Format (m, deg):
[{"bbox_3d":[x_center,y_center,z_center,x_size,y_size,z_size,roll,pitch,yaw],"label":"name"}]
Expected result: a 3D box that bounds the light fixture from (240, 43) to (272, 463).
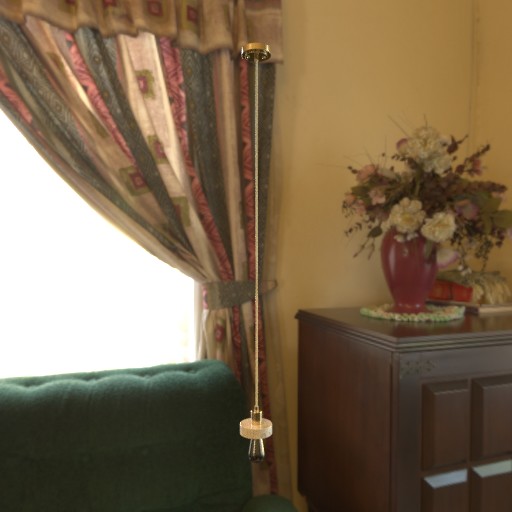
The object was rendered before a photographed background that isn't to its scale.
[{"bbox_3d":[0.000,0.000,1.791,0.129,1.669,0.129,0,0,-36],"label":"light fixture"}]
